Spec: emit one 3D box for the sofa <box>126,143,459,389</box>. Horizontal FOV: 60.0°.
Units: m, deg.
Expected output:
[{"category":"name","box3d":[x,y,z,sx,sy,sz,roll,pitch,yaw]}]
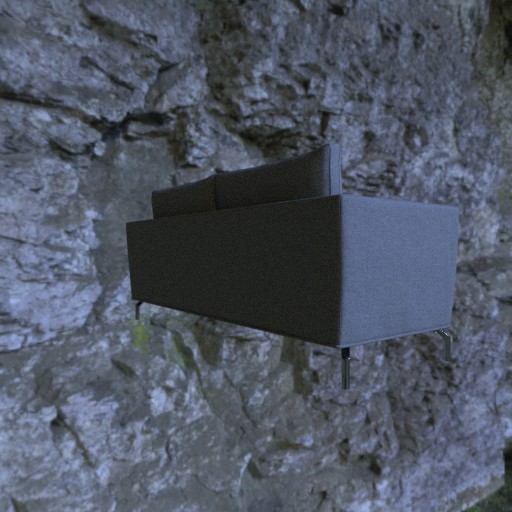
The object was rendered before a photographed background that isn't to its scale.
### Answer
[{"category":"sofa","box3d":[0.000,0.000,2.782,0.869,1.002,2.212,-1,1,-37]}]
